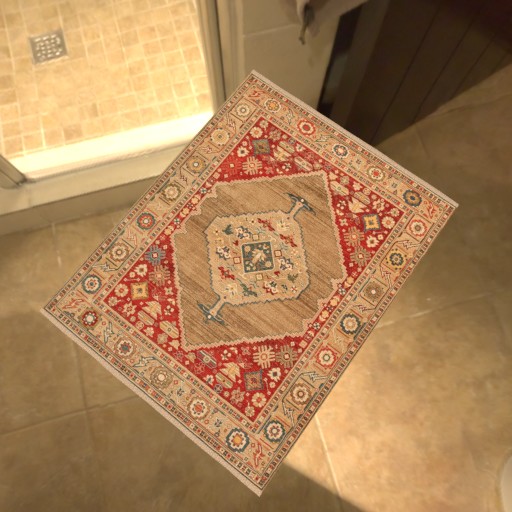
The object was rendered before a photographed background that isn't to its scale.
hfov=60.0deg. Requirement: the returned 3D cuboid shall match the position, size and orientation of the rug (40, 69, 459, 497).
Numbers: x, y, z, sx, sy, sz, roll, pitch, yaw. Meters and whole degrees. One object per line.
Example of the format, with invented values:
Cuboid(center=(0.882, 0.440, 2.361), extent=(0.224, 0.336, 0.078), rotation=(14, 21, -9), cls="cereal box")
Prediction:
Cuboid(center=(0.000, 0.000, 4.050), extent=(2.451, 0.008, 3.143), rotation=(36, 78, 9), cls="rug")
